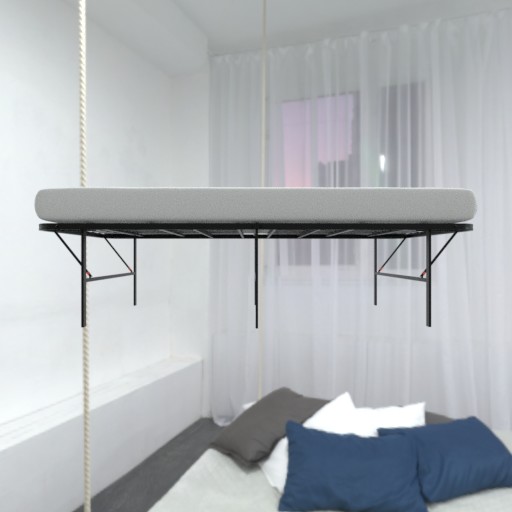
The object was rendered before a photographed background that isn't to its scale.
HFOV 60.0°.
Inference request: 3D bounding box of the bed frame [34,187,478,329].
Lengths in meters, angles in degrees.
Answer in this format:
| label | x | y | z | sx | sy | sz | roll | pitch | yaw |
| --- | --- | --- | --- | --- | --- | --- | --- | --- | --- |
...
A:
| label | x | y | z | sx | sy | sz | roll | pitch | yaw |
| --- | --- | --- | --- | --- | --- | --- | --- | --- | --- |
| bed frame | 0.000 | 0.000 | 2.357 | 1.903 | 0.619 | 0.989 | 0 | 0 | 0 |
